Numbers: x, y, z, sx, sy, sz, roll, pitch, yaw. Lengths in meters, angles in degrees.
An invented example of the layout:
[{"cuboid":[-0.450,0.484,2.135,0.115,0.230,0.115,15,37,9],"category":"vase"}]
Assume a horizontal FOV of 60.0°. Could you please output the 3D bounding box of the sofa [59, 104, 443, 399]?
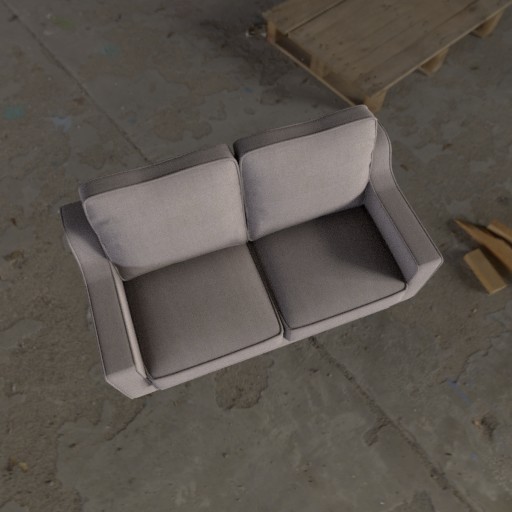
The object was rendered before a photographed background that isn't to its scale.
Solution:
[{"cuboid":[0.000,0.000,2.057,1.500,0.948,0.791,-18,64,-9],"category":"sofa"}]
